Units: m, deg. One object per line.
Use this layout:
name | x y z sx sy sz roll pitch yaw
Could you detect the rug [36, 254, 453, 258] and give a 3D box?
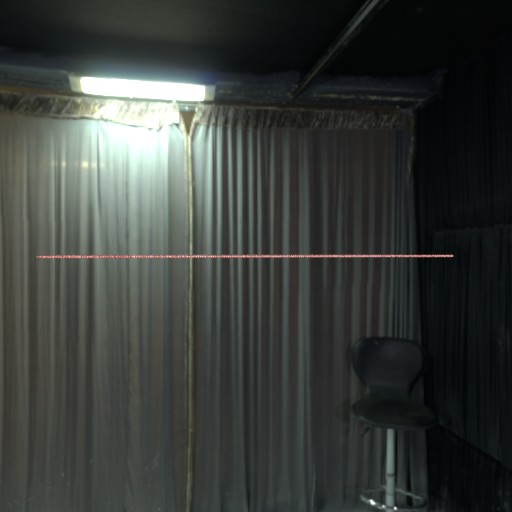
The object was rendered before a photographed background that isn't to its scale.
rug | 0.000 0.000 2.681 2.307 0.012 0.687 0 0 -17
